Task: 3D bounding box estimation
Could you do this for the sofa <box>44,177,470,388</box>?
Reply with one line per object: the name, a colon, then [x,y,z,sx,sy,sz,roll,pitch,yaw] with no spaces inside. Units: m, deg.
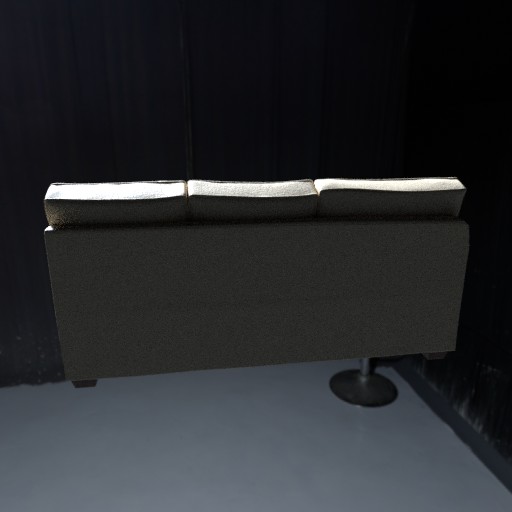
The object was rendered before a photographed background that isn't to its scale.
sofa: [0.000,0.000,2.524,1.962,0.946,1.034,-2,17,-8]
